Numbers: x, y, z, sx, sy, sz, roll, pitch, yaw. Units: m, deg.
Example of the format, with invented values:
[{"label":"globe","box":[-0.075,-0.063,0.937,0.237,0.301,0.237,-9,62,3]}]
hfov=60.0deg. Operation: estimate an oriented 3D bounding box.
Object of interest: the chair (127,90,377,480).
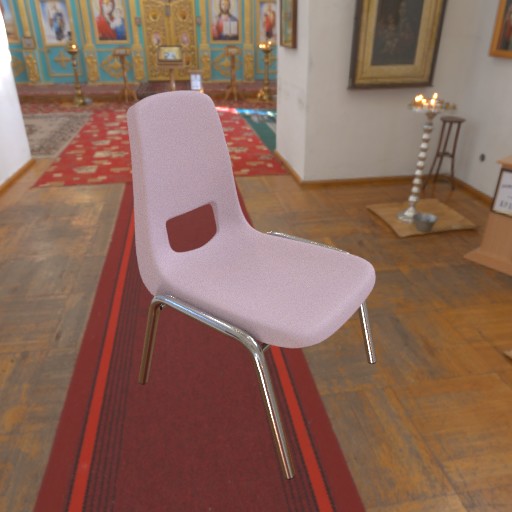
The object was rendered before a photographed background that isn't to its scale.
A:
[{"label":"chair","box":[0.000,0.000,0.798,0.385,0.536,0.354,17,31,31]}]
